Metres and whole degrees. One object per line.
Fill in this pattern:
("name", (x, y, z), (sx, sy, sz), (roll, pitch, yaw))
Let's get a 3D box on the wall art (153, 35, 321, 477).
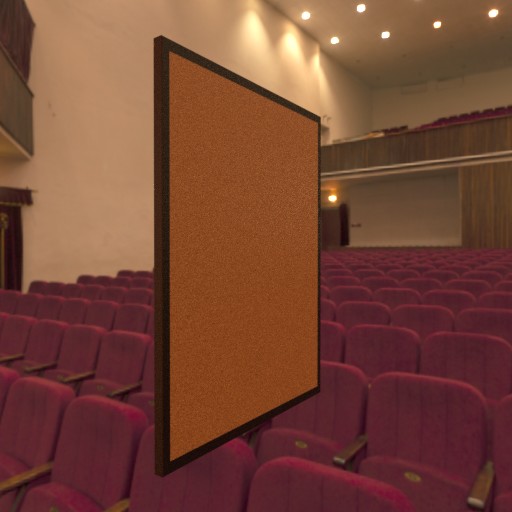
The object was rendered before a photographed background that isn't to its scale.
("wall art", (0.000, 0.000, 1.349), (0.030, 1.027, 0.774), (0, 1, 36))
